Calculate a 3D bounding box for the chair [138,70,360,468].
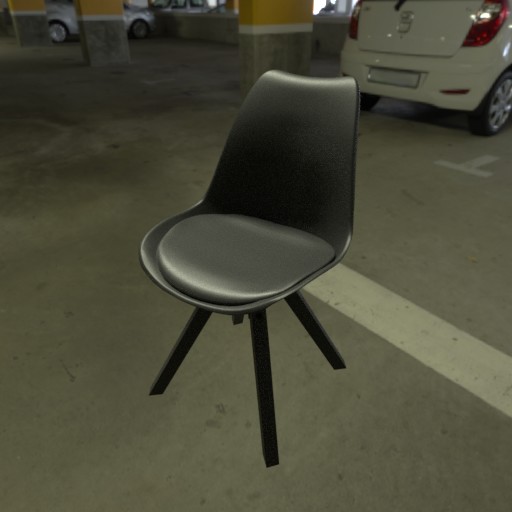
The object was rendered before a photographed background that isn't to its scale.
[{"bbox_3d":[0.000,0.000,1.176,0.485,0.850,0.550,19,35,29],"label":"chair"}]
